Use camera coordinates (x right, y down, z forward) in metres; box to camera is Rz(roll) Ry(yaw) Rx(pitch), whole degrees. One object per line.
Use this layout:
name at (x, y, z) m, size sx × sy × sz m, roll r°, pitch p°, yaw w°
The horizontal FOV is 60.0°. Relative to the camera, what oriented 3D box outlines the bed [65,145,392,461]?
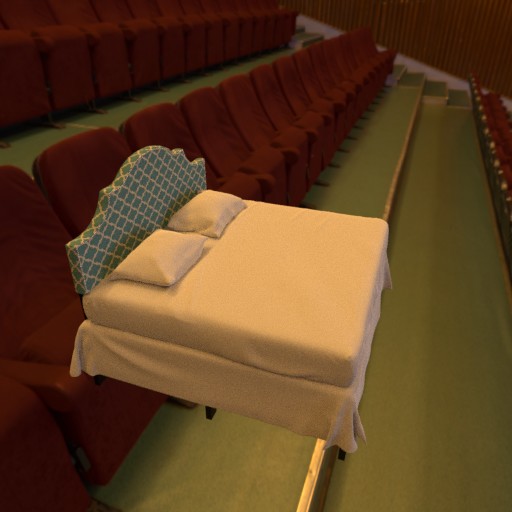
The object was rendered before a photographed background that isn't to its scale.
bed at (0.000, 0.000, 3.656) m, size 2.222 × 1.601 × 2.314 m, roll 10°, pitch 32°, yaw 17°
